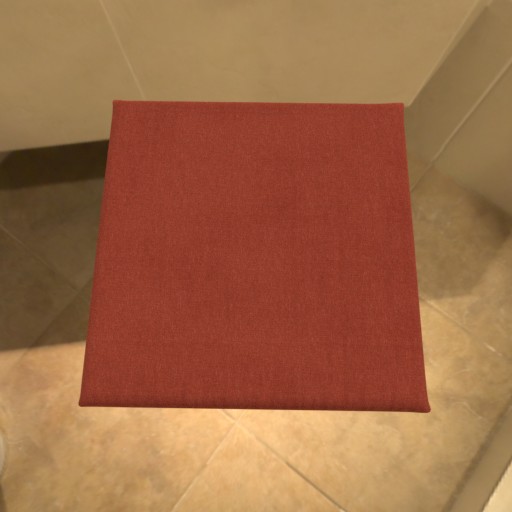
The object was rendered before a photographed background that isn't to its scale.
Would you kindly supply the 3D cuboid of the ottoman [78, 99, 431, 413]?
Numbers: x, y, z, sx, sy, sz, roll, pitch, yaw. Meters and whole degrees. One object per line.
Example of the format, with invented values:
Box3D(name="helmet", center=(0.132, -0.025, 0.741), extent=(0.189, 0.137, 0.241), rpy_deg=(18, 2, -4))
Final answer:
Box3D(name="ottoman", center=(0.000, 0.000, 1.377), extent=(0.889, 0.411, 0.890), rpy_deg=(1, 75, 0))
